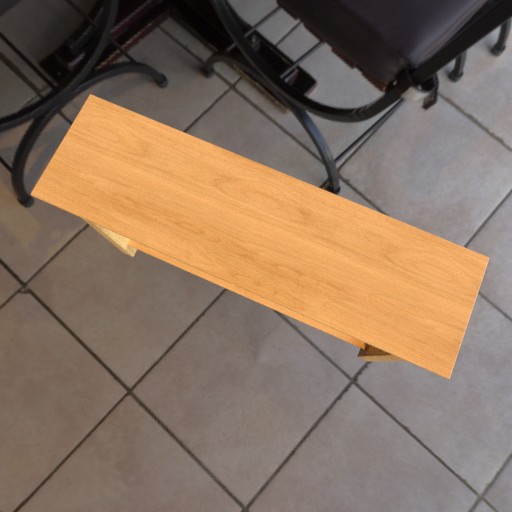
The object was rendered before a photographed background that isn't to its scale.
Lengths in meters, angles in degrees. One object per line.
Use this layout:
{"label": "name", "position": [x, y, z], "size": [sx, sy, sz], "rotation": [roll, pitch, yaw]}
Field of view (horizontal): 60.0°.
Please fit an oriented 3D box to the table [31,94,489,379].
{"label": "table", "position": [0.000, 0.000, 1.584], "size": [1.240, 0.730, 0.350], "rotation": [23, 78, 5]}
